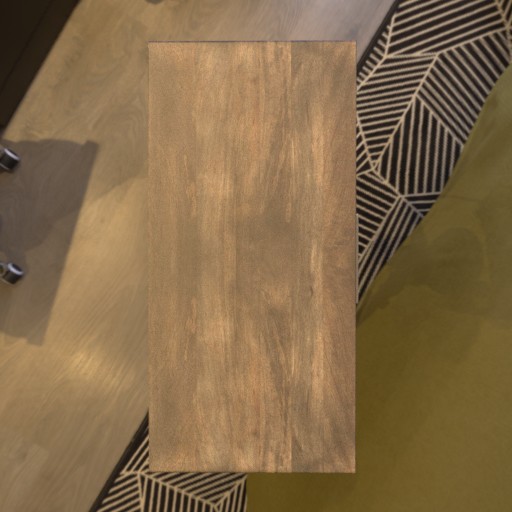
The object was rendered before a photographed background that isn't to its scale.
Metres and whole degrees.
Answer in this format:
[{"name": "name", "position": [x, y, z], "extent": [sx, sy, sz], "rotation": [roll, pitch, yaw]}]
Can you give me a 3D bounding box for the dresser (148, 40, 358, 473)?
[{"name": "dresser", "position": [0.000, 0.000, 1.347], "extent": [0.453, 0.801, 0.923], "rotation": [0, 90, 0]}]
